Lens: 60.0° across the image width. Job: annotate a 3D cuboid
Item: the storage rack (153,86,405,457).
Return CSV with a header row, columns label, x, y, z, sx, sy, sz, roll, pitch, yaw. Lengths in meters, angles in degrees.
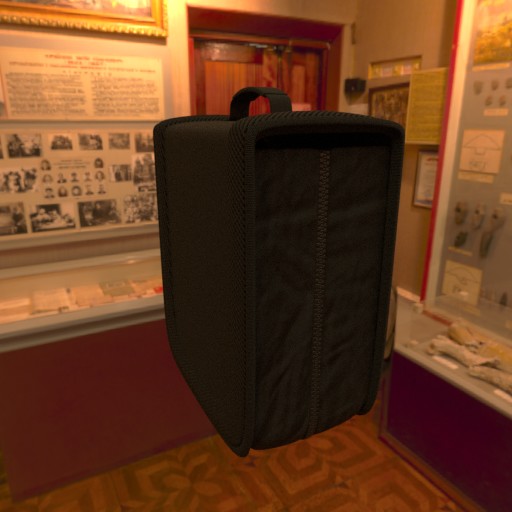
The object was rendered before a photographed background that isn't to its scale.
label,x,y,z,sx,sy,sz,roll,pitch,yaw
storage rack,0.000,0.000,0.542,0.168,0.387,0.297,-8,19,-25
